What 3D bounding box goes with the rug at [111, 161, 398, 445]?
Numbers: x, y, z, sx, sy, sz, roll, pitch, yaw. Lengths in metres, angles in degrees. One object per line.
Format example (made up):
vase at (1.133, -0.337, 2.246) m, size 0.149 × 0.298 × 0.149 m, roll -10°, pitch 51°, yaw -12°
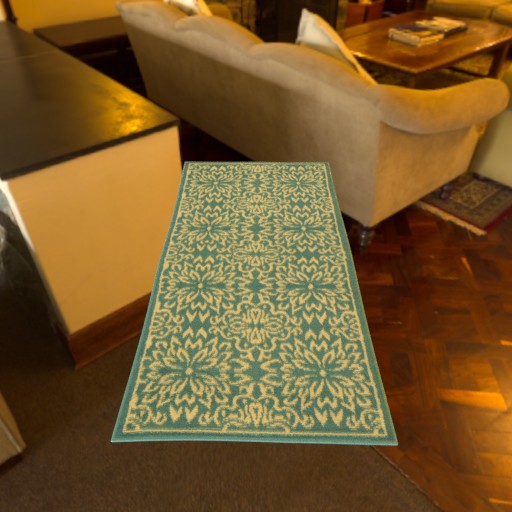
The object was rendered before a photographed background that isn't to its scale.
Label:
rug at (0.000, 0.000, 1.393) m, size 0.604 × 0.007 × 1.219 m, roll 0°, pitch 40°, yaw 0°
